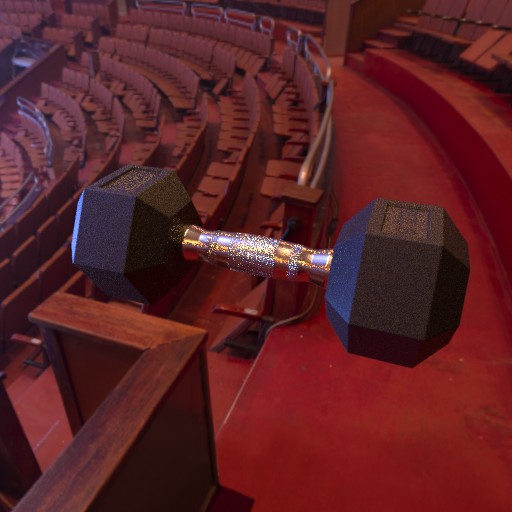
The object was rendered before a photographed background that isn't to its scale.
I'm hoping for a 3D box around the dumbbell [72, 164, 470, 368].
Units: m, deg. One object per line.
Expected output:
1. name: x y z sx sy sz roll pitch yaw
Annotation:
1. dumbbell: 0.000 0.000 0.319 0.272 0.092 0.106 11 33 17
